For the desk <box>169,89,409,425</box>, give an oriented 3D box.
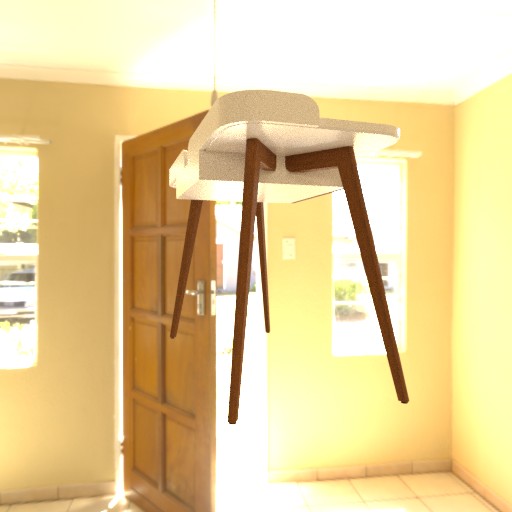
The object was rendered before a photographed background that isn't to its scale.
[{"bbox_3d":[0.000,0.000,1.690,0.534,0.807,1.206,0,0,-18],"label":"desk"}]
